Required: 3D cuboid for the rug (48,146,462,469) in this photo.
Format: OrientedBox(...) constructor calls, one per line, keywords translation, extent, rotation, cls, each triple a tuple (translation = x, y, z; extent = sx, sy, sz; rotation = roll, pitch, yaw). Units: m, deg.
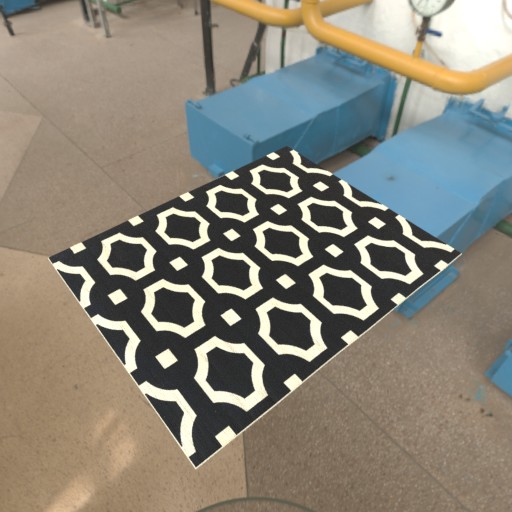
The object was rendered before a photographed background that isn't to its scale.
OrientedBox(translation=(0.000, 0.000, 4.190), extent=(3.049, 0.021, 2.466), rotation=(-31, 53, -27), cls="rug")
